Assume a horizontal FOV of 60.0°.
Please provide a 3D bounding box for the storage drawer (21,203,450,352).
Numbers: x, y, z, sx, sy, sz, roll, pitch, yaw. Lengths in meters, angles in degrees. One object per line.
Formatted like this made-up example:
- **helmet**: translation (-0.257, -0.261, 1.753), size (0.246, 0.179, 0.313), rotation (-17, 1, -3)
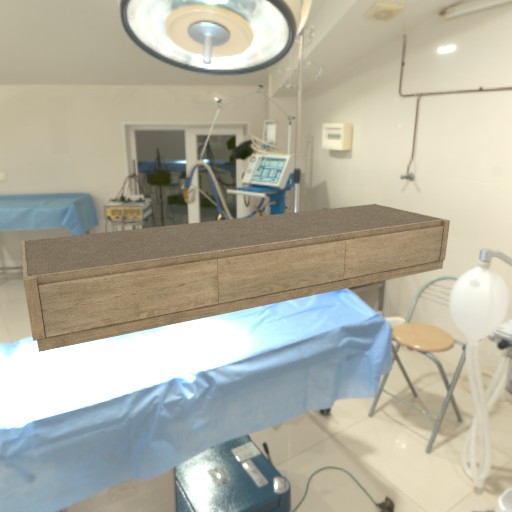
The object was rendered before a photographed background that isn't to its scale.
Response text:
- **storage drawer**: translation (0.000, 0.000, 2.239), size (2.072, 0.274, 0.591), rotation (-9, 19, -26)
